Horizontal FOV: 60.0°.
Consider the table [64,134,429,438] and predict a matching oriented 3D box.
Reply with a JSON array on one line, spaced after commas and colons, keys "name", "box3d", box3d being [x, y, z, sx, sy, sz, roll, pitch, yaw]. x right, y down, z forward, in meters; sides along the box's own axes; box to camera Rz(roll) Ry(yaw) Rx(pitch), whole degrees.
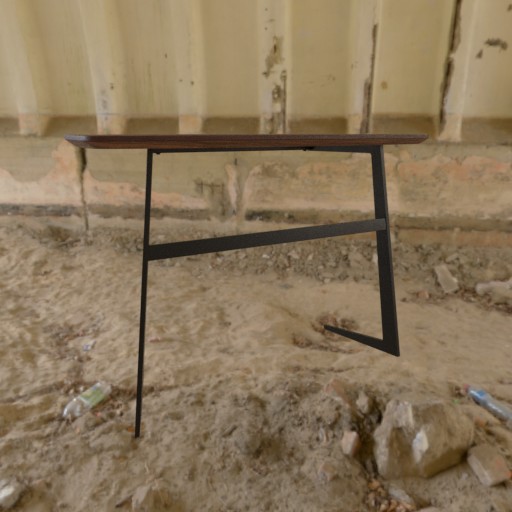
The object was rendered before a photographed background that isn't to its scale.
[{"name": "table", "box3d": [0.000, 0.000, 1.089, 0.804, 0.576, 0.361, -8, 18, -27]}]
